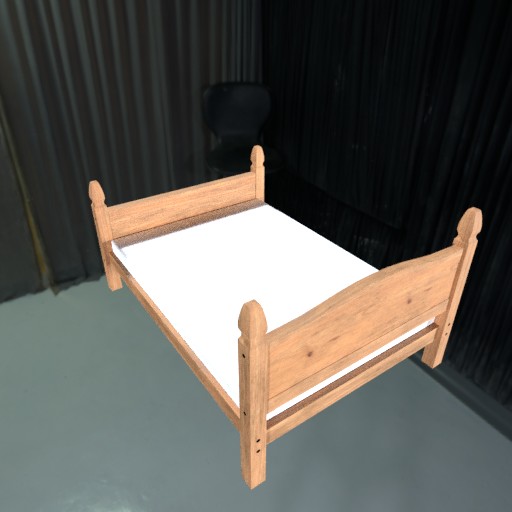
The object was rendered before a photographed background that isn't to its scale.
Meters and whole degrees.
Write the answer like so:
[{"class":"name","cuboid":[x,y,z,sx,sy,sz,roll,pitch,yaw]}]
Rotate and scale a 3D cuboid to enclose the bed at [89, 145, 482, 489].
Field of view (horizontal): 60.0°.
[{"class":"bed","cuboid":[0.000,0.000,2.946,1.490,1.100,2.069,-20,37,-29]}]
